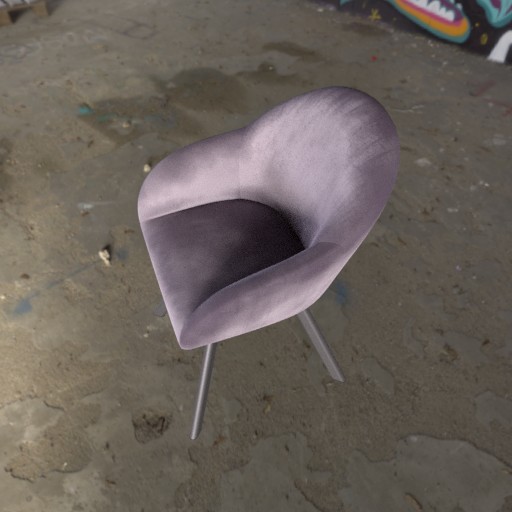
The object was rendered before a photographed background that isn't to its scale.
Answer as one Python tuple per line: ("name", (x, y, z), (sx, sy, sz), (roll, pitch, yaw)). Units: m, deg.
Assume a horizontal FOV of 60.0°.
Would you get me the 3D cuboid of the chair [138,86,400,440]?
("chair", (0.000, 0.000, 1.194), (0.590, 0.795, 0.550), (-16, 48, -15))
